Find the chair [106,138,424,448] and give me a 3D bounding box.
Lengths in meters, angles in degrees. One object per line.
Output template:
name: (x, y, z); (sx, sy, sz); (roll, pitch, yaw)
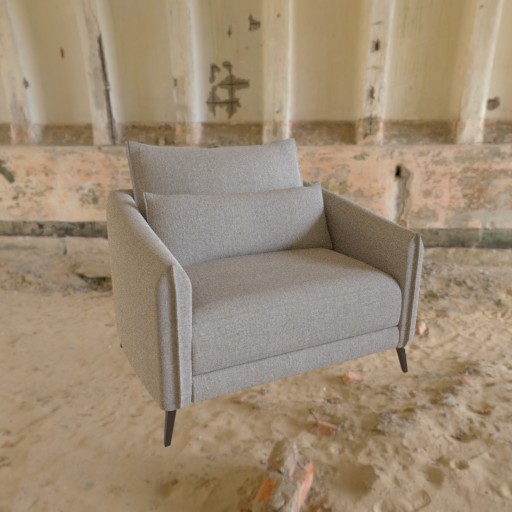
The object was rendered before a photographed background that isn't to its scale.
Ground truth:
chair: (0.000, 0.000, 1.680); (1.029, 0.856, 0.801); (-8, 17, -26)
